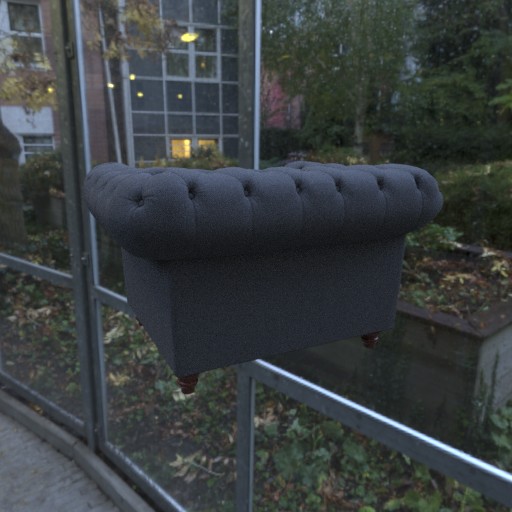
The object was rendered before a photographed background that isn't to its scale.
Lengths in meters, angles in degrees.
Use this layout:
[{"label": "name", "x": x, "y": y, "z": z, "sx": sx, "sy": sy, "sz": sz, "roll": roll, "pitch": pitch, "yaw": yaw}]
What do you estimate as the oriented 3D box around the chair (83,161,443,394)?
[{"label": "chair", "x": 0.000, "y": 0.000, "z": 1.875, "sx": 1.270, "sy": 0.770, "sz": 0.976, "roll": -7, "pitch": 15, "yaw": -26}]
